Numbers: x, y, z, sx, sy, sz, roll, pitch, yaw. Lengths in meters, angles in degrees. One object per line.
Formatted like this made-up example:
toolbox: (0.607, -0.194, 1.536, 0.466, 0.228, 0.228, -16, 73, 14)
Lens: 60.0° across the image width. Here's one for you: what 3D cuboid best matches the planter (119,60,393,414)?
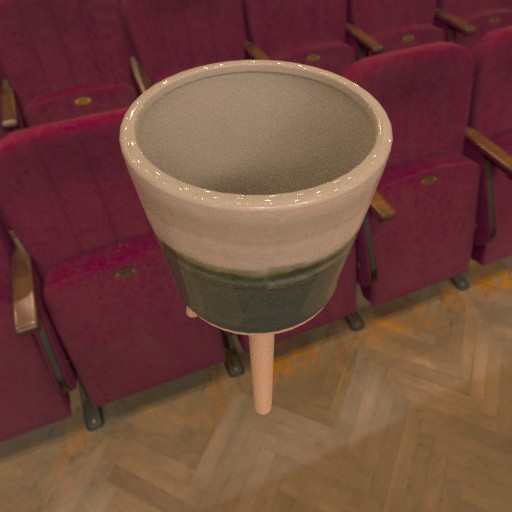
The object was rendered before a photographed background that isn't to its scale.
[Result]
planter: (0.000, 0.000, 0.478, 0.217, 0.331, 0.217, -17, 50, -15)
